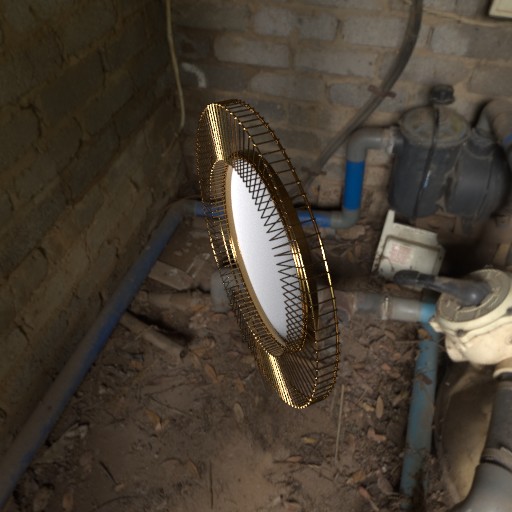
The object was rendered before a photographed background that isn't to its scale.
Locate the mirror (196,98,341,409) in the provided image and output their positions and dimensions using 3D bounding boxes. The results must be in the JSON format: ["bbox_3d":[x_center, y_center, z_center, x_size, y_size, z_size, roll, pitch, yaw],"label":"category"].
[{"bbox_3d":[0.000,0.000,1.042,0.067,0.703,0.703,-17,48,-16],"label":"mirror"}]
